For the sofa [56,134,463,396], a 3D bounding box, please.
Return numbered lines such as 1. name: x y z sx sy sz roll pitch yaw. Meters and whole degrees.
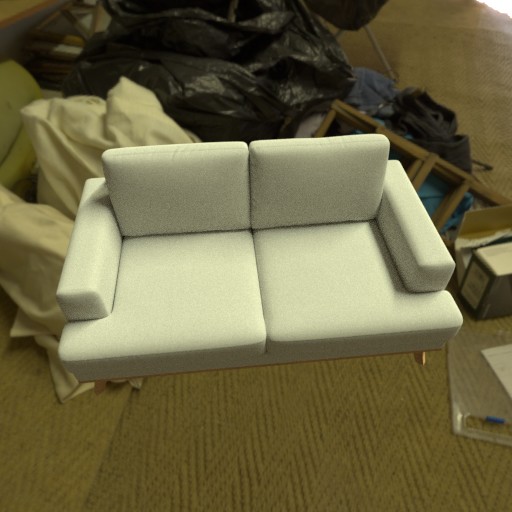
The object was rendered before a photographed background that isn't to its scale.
1. sofa: 0.000 0.000 2.047 1.651 0.810 0.915 -4 48 -4
